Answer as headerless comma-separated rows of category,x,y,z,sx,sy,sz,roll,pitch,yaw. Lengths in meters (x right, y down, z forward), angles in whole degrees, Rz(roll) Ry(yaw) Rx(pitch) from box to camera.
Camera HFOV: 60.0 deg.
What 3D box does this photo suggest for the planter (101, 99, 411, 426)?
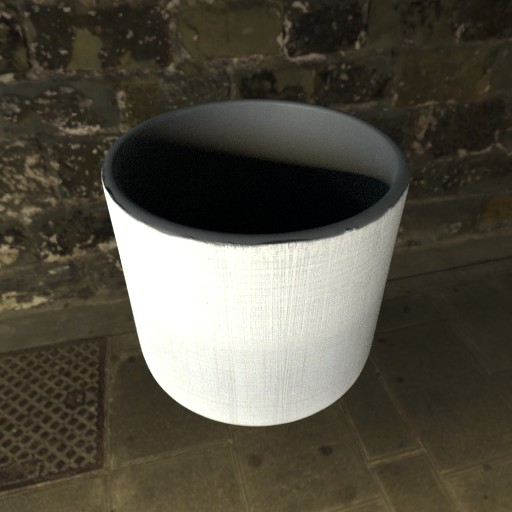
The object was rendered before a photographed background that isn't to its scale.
planter,0.000,0.000,0.390,0.226,0.201,0.226,0,39,0
